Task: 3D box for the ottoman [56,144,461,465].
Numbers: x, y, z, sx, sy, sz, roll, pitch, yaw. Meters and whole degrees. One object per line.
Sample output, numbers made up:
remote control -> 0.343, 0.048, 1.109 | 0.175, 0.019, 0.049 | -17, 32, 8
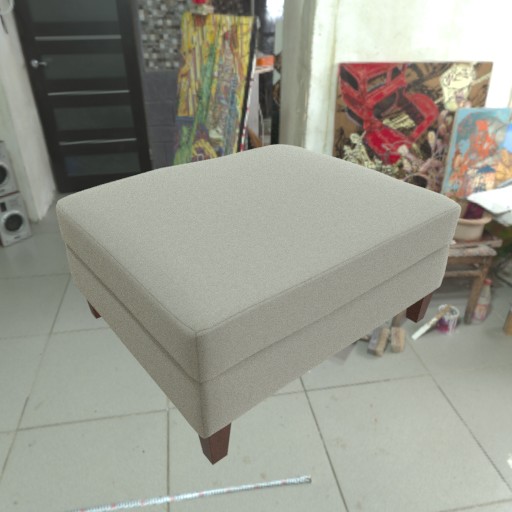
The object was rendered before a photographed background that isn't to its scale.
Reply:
ottoman -> 0.000, 0.000, 1.445 | 0.976, 0.492, 0.836 | -22, 37, -33
